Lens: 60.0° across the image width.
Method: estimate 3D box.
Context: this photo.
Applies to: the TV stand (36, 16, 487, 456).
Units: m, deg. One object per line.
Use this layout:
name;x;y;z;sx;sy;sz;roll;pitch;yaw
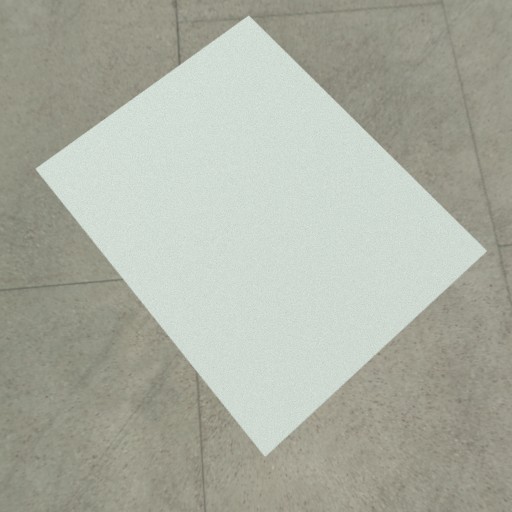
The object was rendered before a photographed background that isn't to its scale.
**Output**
TV stand;0.000;0.000;0.897;0.405;0.559;0.508;-40;79;-9
